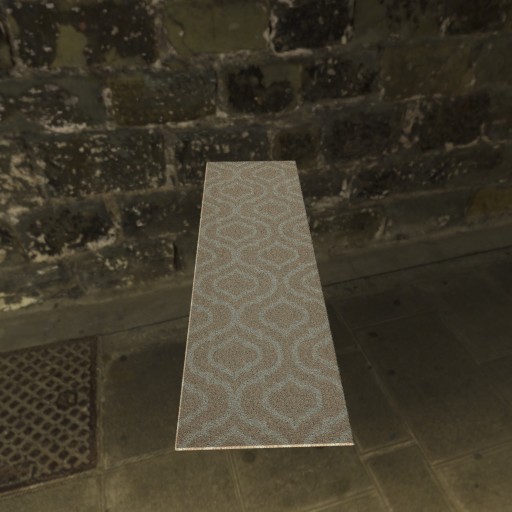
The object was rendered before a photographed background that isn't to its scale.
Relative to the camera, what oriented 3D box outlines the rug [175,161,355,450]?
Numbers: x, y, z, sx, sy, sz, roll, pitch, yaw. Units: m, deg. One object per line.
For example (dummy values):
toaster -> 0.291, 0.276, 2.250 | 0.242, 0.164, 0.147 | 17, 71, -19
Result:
rug -> 0.000, 0.000, 2.576 | 0.691, 0.013, 2.289 | -1, 40, -1
